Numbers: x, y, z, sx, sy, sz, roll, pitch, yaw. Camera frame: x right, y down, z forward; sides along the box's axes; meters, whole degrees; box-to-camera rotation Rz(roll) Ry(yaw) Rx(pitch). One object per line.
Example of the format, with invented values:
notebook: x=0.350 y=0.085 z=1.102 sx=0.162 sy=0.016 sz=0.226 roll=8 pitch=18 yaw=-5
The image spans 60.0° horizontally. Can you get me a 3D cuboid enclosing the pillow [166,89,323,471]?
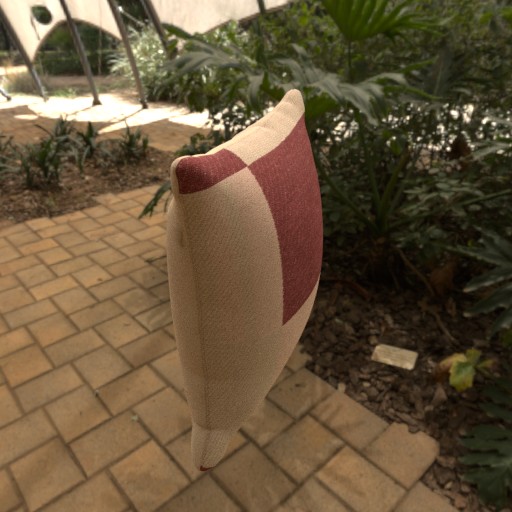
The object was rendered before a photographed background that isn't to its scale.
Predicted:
pillow: x=0.000 y=0.000 z=0.797 sx=0.229 sy=0.506 sz=0.536 roll=9 pitch=30 yaw=17
